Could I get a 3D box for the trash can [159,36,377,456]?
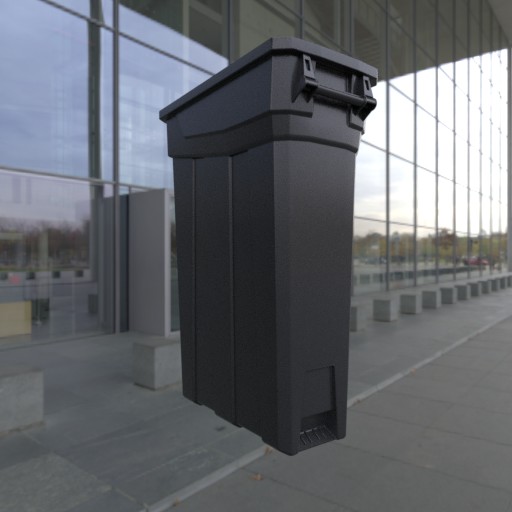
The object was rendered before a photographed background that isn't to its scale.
[{"bbox_3d":[0.000,0.000,1.050,0.281,0.762,0.559,0,0,-36],"label":"trash can"}]
